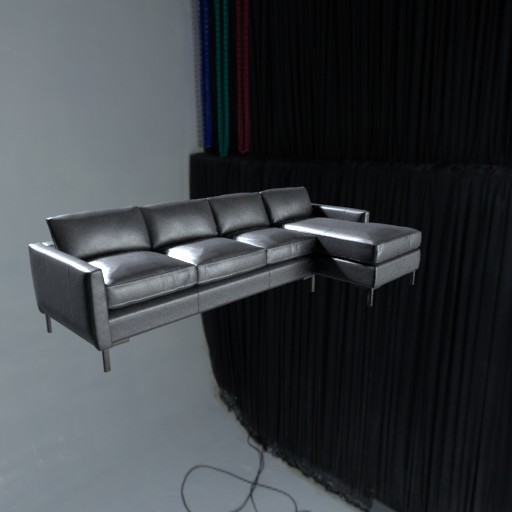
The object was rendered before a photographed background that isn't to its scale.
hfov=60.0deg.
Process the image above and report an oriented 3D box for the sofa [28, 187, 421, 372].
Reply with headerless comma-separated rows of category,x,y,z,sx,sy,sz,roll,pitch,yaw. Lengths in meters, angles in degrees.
sofa,0.000,0.000,3.603,1.471,0.859,2.993,14,20,42
